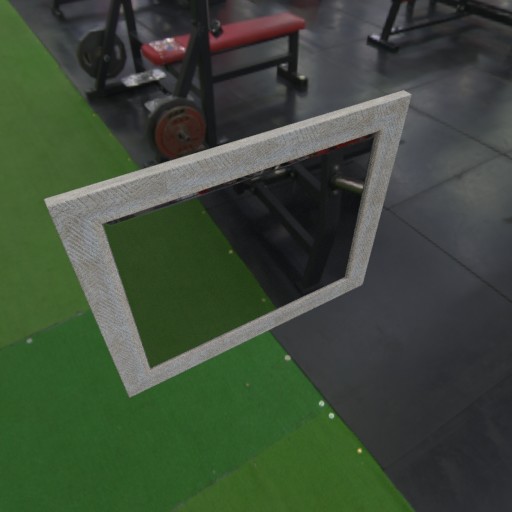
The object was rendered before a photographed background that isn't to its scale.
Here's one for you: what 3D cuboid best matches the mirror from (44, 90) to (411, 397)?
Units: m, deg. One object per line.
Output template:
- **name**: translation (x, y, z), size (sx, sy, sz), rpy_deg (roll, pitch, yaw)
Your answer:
- **mirror**: translation (0.000, 0.000, 1.156), size (0.839, 0.689, 0.028), rpy_deg (-22, 50, -21)
